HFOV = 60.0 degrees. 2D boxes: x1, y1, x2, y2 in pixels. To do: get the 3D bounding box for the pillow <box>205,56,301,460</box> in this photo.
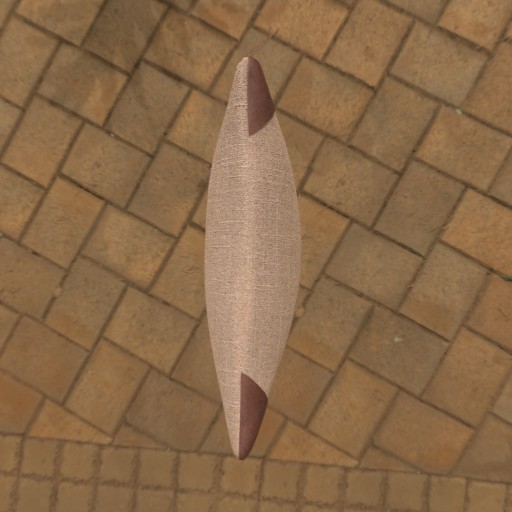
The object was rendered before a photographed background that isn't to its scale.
[{"bbox_3d":[0.000,0.000,0.689,0.147,0.448,0.437,0,90,2],"label":"pillow"}]
